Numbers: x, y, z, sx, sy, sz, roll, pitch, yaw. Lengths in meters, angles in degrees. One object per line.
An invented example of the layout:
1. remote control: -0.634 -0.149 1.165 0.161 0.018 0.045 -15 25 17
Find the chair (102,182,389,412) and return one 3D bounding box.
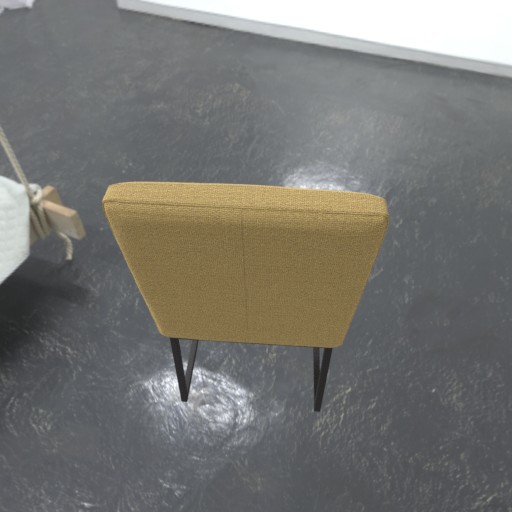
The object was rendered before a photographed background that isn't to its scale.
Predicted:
1. chair: 0.000 0.000 1.299 0.520 0.930 0.634 3 48 3
